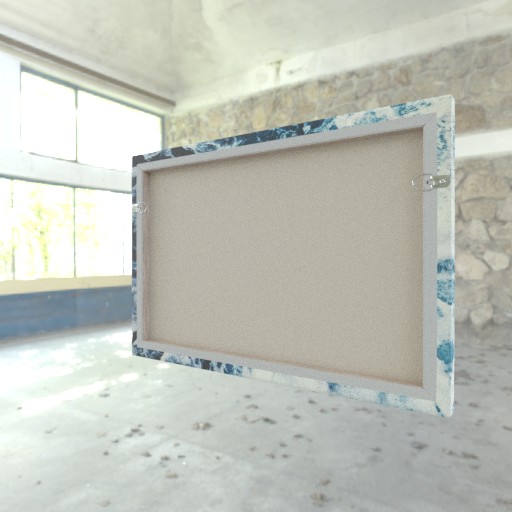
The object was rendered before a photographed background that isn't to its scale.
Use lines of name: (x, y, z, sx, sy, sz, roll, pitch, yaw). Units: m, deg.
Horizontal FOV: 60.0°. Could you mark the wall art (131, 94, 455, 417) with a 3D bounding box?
wall art: (0.000, 0.000, 1.842, 1.524, 1.017, 0.055, 0, 0, 35)
